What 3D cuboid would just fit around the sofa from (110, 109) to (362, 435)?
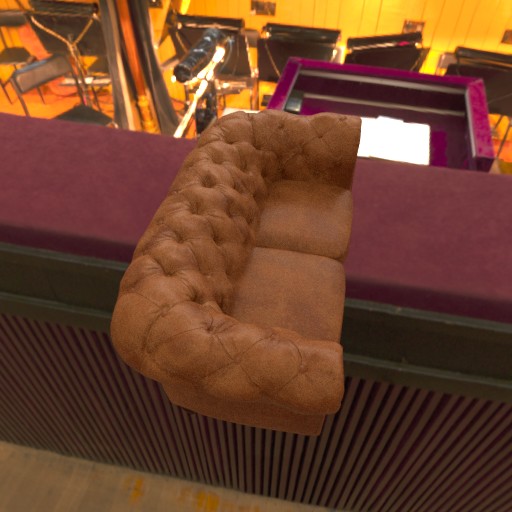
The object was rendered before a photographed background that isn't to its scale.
[{"bbox_3d":[0.000,0.000,2.529,1.042,0.877,1.979,9,48,8],"label":"sofa"}]
